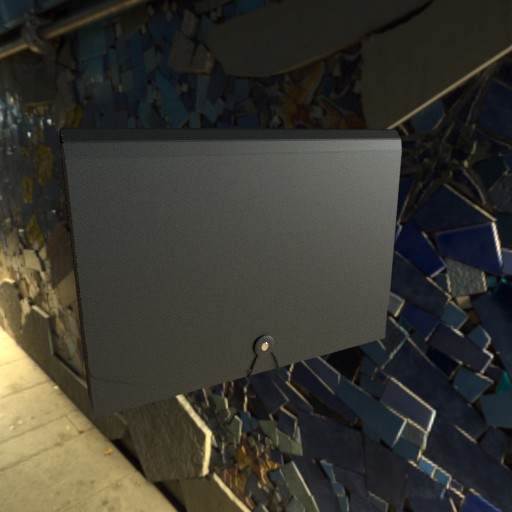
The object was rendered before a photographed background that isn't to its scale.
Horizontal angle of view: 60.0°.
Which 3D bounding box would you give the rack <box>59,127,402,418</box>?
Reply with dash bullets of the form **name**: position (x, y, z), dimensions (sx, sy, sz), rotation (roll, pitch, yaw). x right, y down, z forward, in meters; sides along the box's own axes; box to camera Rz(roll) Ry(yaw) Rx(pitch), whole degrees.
- **rack**: position (0.000, 0.000, 0.436), dimensions (0.330, 0.241, 0.041), rotation (-8, 17, -27)
